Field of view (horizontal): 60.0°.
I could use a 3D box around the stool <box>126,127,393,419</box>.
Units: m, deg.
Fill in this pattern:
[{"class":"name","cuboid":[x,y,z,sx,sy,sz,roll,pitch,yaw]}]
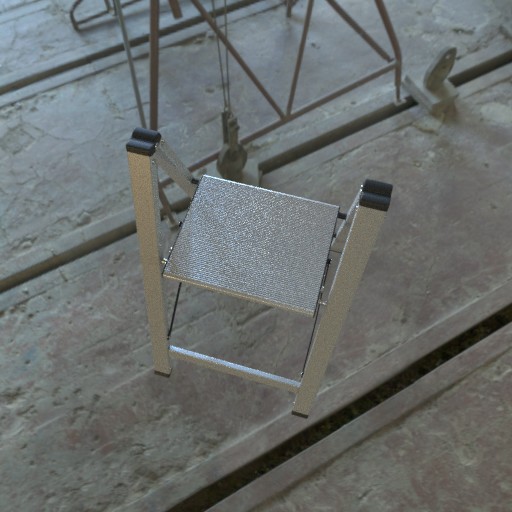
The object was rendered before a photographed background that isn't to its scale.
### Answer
[{"class":"stool","cuboid":[0.000,0.000,1.009,0.440,0.670,0.535,14,65,7]}]
